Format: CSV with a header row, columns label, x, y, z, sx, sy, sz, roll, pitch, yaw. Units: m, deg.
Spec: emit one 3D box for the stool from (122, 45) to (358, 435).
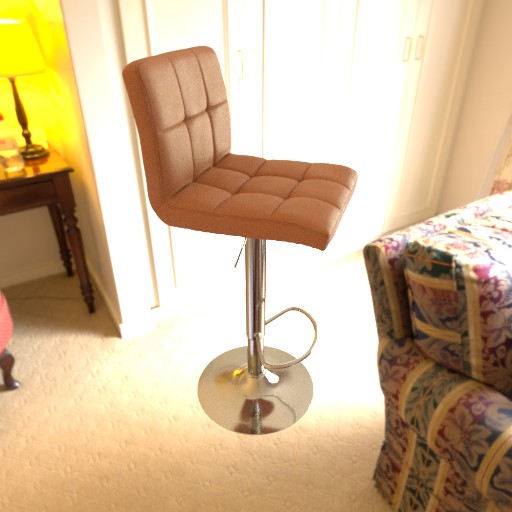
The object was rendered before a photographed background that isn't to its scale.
label,x,y,z,sx,sy,sz,roll,pitch,yaw
stool,0.000,0.000,1.340,0.505,1.115,0.430,11,33,17
